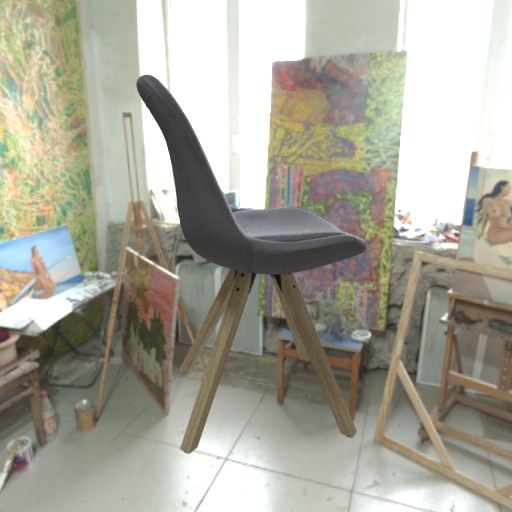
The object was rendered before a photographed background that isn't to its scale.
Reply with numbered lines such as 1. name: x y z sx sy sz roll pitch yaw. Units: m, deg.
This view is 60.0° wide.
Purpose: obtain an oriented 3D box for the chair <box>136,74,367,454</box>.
1. chair: 0.000 0.000 1.182 0.547 0.865 0.483 -3 16 -10
